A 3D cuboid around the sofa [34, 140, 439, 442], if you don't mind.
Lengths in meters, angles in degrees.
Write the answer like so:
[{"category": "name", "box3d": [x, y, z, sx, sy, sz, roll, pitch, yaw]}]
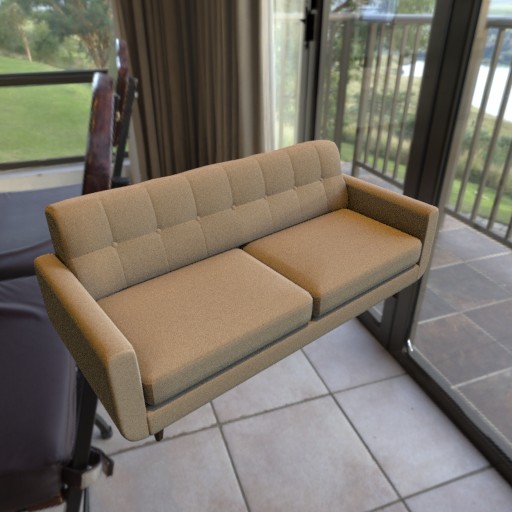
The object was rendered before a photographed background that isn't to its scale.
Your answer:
[{"category": "sofa", "box3d": [0.000, 0.000, 2.541, 2.137, 0.892, 0.980, -22, 37, -33]}]
